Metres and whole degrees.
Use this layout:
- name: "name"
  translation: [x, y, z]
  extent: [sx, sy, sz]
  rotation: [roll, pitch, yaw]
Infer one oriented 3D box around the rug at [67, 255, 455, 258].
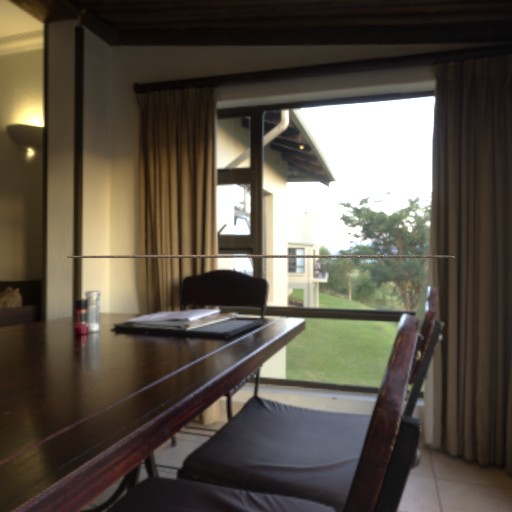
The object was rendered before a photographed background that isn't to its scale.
- name: "rug"
  translation: [0.000, 0.000, 3.725]
  extent: [2.005, 0.013, 2.890]
  rotation: [0, 0, -1]
